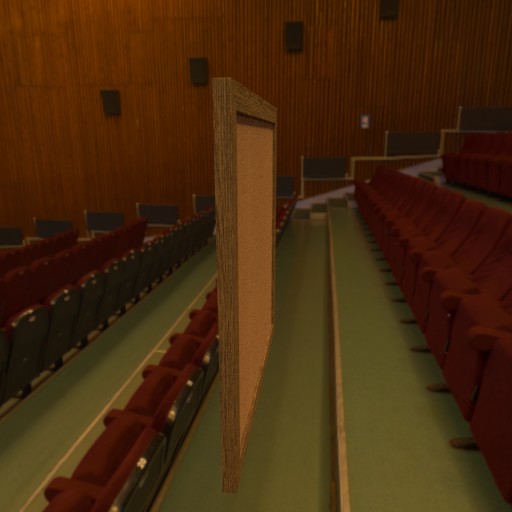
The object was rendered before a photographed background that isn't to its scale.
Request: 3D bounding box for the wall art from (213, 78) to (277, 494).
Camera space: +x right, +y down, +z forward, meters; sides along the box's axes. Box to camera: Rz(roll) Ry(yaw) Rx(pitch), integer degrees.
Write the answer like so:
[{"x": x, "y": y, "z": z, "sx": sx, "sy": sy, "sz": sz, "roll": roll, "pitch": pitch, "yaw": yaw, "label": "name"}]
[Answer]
[{"x": 0.000, "y": 0.000, "z": 0.757, "sx": 0.019, "sy": 0.508, "sz": 0.508, "roll": 2, "pitch": 15, "yaw": 8, "label": "wall art"}]
